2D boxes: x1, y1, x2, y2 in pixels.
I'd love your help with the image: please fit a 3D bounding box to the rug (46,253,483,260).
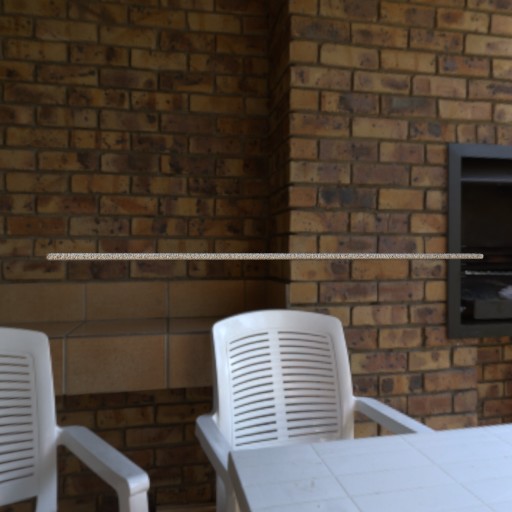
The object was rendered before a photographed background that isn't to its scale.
[{"bbox_3d":[0.000,0.000,3.063,2.438,0.030,1.524,0,0,-17],"label":"rug"}]
